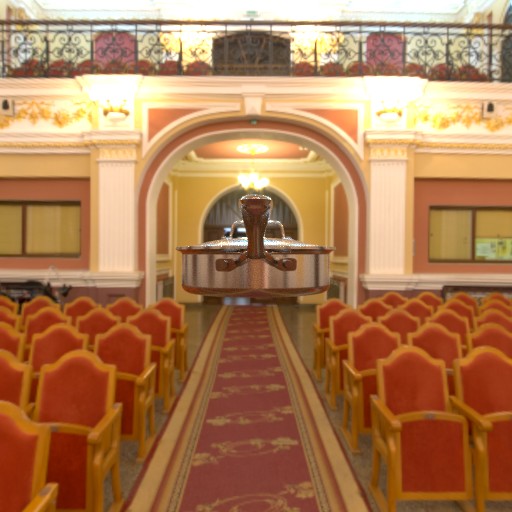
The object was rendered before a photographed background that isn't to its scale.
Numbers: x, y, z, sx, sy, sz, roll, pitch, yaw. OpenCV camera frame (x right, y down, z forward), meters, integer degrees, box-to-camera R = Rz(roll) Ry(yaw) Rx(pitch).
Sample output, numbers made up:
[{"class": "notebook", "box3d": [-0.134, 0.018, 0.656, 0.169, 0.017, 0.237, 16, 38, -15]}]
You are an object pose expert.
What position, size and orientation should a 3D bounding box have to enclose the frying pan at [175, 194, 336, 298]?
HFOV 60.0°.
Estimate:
[{"class": "frying pan", "box3d": [0.000, 0.000, 0.600, 0.245, 0.111, 0.492, 0, 0, 0]}]
